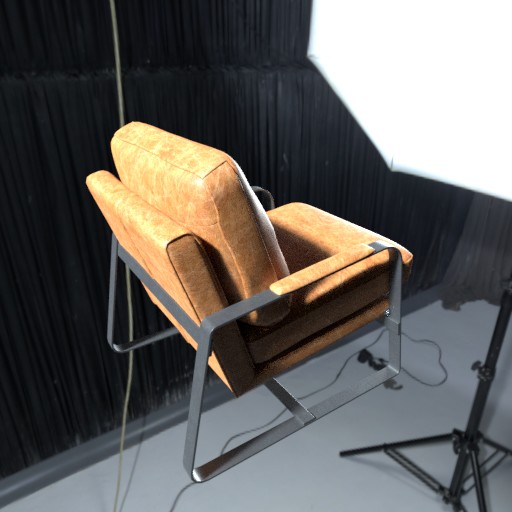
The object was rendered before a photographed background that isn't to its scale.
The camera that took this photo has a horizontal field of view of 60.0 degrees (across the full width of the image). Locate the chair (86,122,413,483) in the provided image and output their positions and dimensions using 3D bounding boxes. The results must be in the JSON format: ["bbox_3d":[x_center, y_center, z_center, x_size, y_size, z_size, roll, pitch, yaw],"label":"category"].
[{"bbox_3d":[0.000,0.000,1.340,0.801,0.777,0.651,-16,30,-30],"label":"chair"}]
